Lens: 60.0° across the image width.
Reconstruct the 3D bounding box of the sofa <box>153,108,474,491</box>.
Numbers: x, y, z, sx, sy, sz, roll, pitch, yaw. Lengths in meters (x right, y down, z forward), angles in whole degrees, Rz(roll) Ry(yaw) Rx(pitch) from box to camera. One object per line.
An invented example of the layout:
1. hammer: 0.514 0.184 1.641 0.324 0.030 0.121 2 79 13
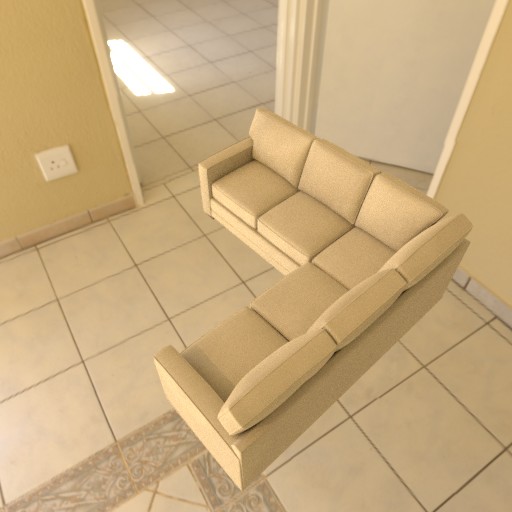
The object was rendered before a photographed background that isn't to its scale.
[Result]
1. sofa: 0.000 0.000 3.388 2.189 0.939 2.182 -34 56 -27
